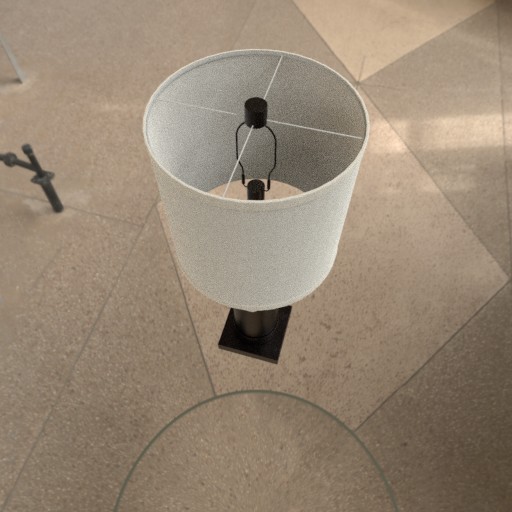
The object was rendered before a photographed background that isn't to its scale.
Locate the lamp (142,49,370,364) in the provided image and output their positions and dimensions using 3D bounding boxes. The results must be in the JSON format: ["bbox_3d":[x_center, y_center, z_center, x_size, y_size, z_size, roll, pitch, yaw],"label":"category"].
[{"bbox_3d":[0.000,0.000,0.616,0.211,0.509,0.211,13,58,8],"label":"lamp"}]
